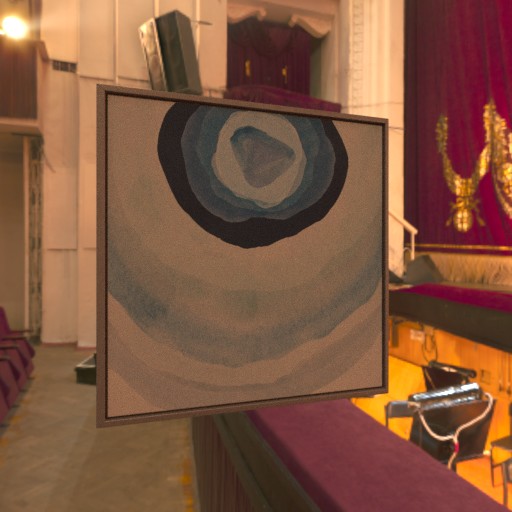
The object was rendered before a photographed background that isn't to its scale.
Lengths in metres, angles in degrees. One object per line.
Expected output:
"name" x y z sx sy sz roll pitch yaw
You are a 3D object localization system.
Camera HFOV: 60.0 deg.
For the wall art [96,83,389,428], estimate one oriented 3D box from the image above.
"wall art" 0.000 0.000 0.515 0.349 0.349 0.028 0 0 -19
